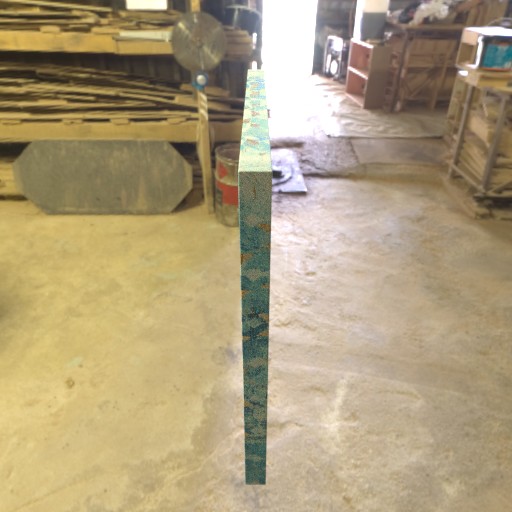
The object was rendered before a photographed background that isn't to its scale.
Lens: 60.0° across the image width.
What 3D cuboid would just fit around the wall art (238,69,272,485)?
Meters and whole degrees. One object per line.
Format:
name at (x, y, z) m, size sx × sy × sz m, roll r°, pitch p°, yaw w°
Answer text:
wall art at (0.000, 0.000, 0.906) m, size 0.040 × 0.609 × 0.609 m, roll 0°, pitch 33°, yaw 0°
